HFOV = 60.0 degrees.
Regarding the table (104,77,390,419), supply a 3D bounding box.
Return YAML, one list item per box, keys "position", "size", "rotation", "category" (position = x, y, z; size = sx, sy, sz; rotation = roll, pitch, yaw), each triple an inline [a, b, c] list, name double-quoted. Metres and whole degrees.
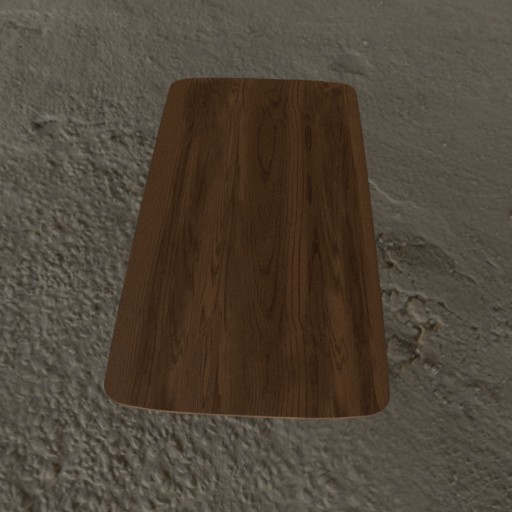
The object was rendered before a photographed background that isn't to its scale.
- position: [0.000, 0.000, 2.145]
  size: [0.949, 0.765, 1.643]
  rotation: [2, 59, 1]
  category: "table"
